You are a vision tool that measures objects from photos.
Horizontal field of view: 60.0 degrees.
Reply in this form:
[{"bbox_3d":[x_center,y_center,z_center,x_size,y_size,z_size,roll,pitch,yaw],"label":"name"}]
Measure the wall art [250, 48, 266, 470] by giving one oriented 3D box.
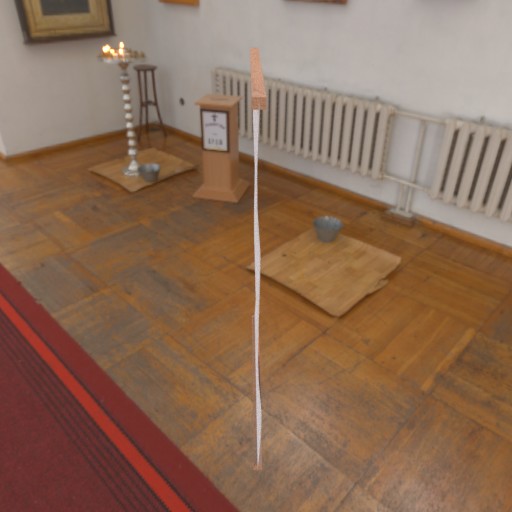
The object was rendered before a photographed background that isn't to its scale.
[{"bbox_3d":[0.000,0.000,0.637,0.012,0.508,0.332,0,32,-1],"label":"wall art"}]
